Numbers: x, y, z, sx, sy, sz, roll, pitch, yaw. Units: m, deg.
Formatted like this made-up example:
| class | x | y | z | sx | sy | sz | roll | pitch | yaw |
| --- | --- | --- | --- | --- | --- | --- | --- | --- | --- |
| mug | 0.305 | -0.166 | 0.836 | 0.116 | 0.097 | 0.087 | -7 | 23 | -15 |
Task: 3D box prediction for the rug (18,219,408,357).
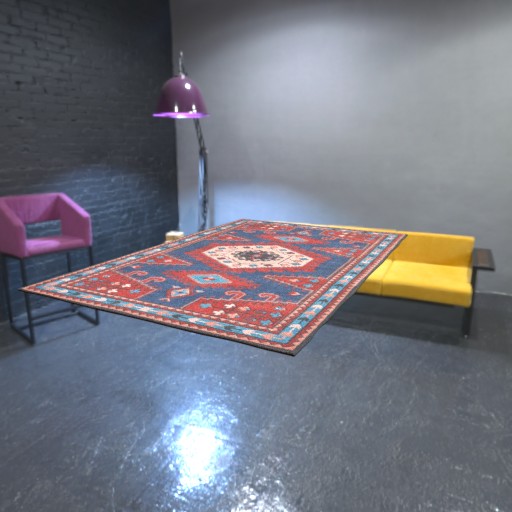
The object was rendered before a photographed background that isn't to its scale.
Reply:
| class | x | y | z | sx | sy | sz | roll | pitch | yaw |
| --- | --- | --- | --- | --- | --- | --- | --- | --- | --- |
| rug | 0.000 | 0.000 | 2.277 | 1.207 | 0.012 | 1.820 | 8 | 17 | 27 |
